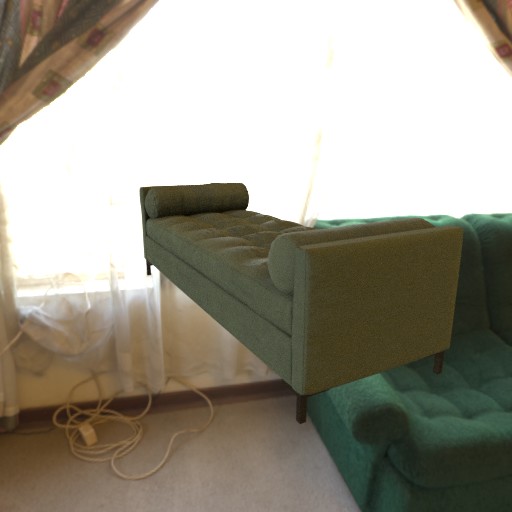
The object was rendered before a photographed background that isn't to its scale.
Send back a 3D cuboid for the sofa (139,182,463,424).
[{"bbox_3d":[0.000,0.000,2.561,0.817,0.681,2.130,-8,17,-28],"label":"sofa"}]
